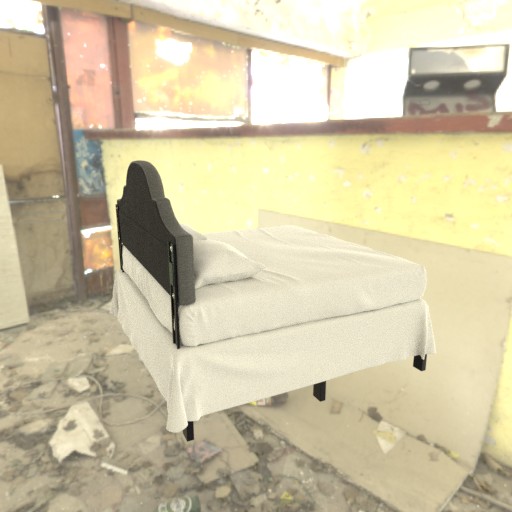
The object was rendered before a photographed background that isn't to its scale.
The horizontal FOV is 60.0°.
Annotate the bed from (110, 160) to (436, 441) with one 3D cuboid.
[{"bbox_3d":[0.000,0.000,3.797,2.222,1.631,2.303,-7,16,-25],"label":"bed"}]
